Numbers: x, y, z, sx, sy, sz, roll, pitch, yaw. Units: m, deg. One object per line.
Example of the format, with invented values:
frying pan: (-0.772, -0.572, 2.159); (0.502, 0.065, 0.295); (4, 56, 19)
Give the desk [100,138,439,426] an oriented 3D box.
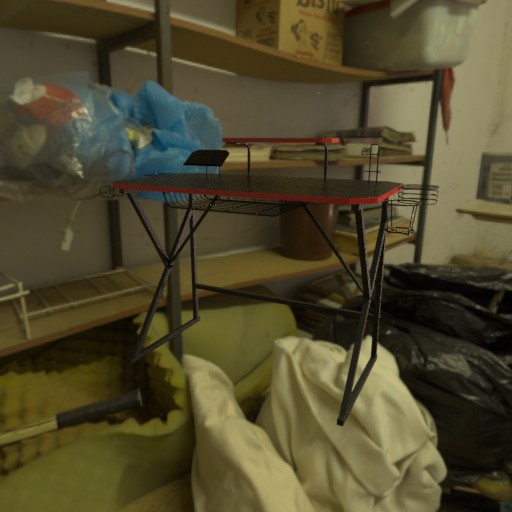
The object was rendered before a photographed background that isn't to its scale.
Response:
desk: (0.000, 0.000, 1.777); (1.280, 0.913, 0.588); (8, 17, 26)
